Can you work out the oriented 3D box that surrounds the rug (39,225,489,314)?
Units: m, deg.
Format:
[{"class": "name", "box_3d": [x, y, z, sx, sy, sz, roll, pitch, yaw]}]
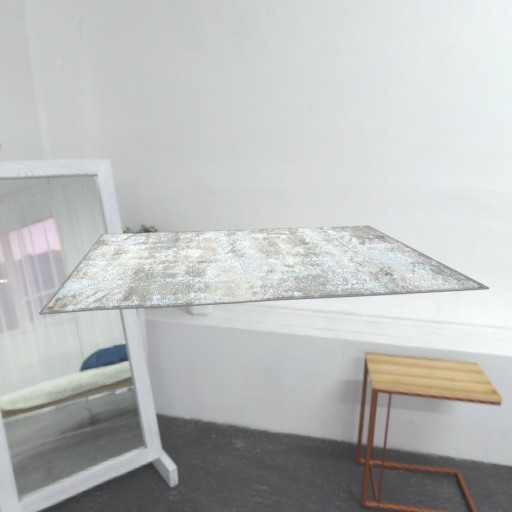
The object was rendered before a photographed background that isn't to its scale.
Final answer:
[{"class": "rug", "box_3d": [0.000, 0.000, 4.335, 3.307, 0.013, 2.393, -2, 16, -8]}]
